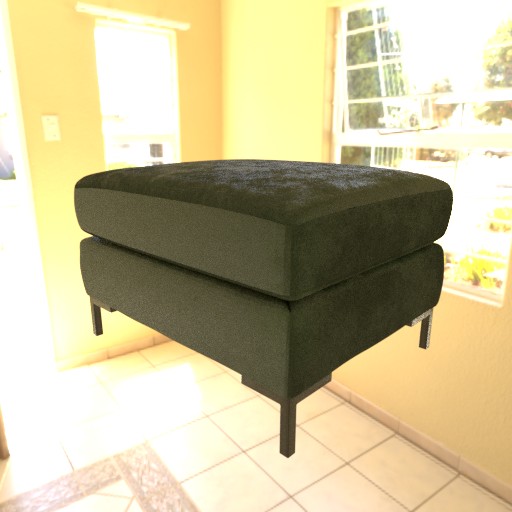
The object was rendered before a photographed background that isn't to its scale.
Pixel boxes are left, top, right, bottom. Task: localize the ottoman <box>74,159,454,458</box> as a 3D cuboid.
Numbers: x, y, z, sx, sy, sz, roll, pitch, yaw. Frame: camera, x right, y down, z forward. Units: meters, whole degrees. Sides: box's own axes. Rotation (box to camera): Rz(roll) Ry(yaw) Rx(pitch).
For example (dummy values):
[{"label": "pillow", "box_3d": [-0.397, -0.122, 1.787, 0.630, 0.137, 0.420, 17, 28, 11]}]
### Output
[{"label": "ottoman", "box_3d": [0.000, 0.000, 1.287, 0.839, 0.538, 0.701, 14, 21, 42]}]
